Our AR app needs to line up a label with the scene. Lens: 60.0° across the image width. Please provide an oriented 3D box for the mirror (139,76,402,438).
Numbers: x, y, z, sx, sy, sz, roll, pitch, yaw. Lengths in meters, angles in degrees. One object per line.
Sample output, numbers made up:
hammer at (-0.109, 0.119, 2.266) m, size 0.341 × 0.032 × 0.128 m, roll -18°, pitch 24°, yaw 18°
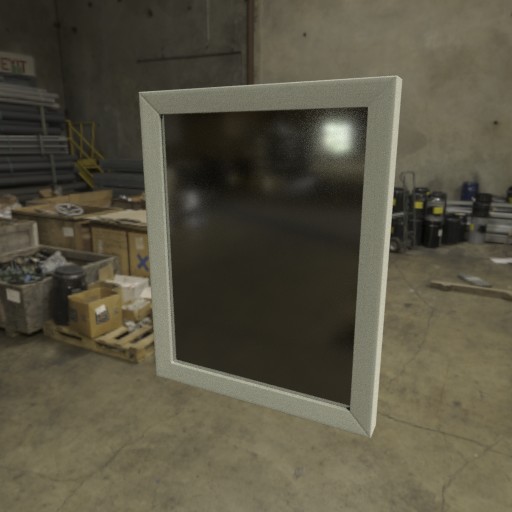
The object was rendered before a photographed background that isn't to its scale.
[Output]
mirror at (0.000, 0.000, 0.707) m, size 0.405 × 0.508 × 0.041 m, roll 7°, pitch 16°, yaw 26°
